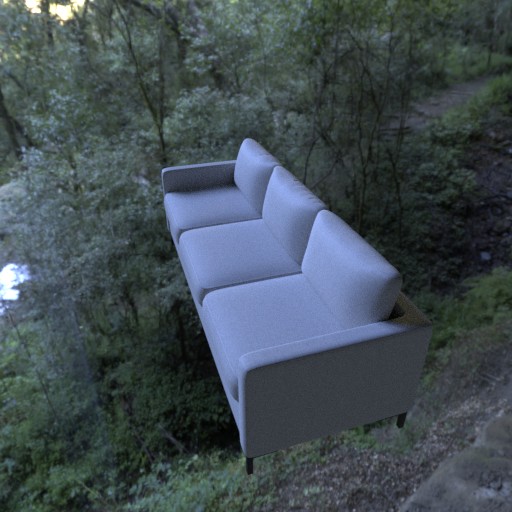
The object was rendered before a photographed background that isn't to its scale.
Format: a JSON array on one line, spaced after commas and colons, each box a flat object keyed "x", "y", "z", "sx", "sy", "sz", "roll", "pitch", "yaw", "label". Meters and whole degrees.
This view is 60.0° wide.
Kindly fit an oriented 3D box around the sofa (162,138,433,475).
[{"x": 0.000, "y": 0.000, "z": 2.738, "sx": 0.859, "sy": 0.874, "sz": 2.218, "roll": -10, "pitch": 33, "yaw": -15, "label": "sofa"}]
